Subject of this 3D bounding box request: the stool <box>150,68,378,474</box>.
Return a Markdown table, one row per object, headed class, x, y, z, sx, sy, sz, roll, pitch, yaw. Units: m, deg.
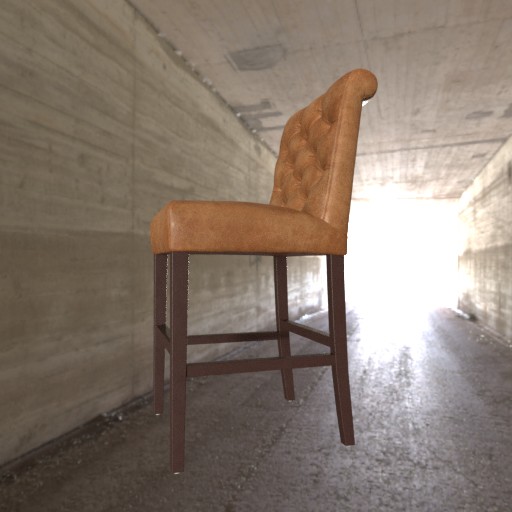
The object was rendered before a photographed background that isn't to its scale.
| class | x | y | z | sx | sy | sz | roll | pitch | yaw |
| --- | --- | --- | --- | --- | --- | --- | --- | --- | --- |
| stool | 0.000 | 0.000 | 1.361 | 0.601 | 1.047 | 0.493 | 0 | -1 | -18 |
